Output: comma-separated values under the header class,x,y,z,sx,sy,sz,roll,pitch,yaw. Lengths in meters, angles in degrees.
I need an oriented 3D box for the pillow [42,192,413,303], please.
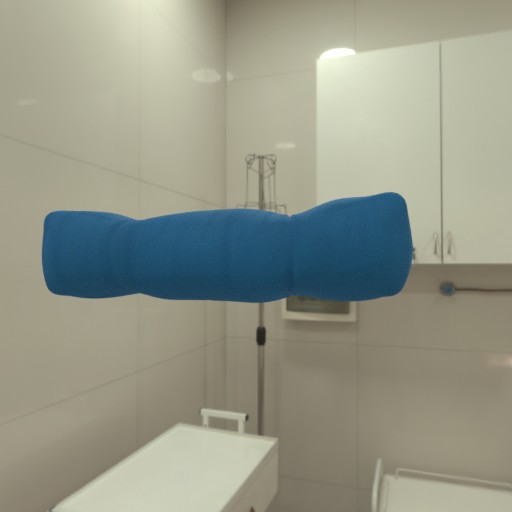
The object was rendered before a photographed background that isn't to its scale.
class,x,y,z,sx,sy,sz,roll,pitch,yaw
pillow,0.000,0.000,0.743,0.490,0.128,0.468,0,-1,19
